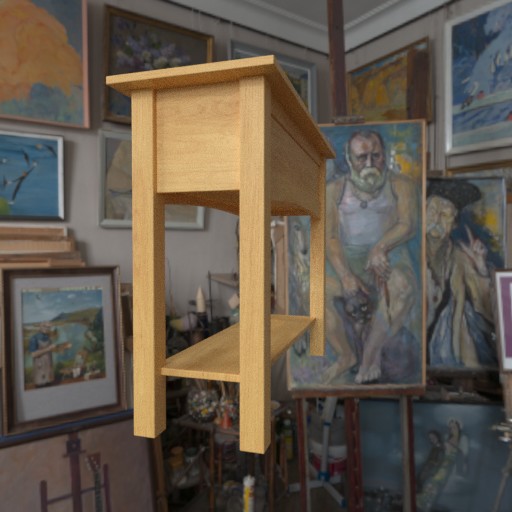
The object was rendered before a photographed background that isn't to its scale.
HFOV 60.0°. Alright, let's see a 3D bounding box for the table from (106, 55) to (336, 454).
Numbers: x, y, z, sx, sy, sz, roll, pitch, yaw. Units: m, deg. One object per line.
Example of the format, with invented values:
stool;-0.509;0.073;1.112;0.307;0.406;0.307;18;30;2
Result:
table;0.000;0.000;1.258;0.340;0.728;0.900;0;2;17
